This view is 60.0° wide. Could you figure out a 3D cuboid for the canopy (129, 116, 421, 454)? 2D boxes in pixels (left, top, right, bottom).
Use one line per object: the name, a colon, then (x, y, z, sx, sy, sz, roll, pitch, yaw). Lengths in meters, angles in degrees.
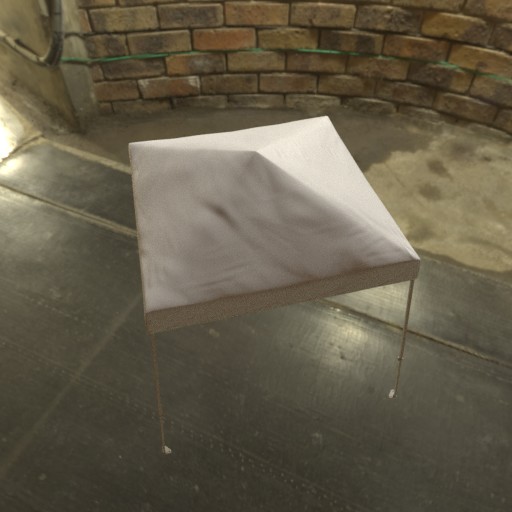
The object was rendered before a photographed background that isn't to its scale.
canopy: (0.000, 0.000, 6.376, 3.599, 3.600, 3.600, -11, 50, -9)
